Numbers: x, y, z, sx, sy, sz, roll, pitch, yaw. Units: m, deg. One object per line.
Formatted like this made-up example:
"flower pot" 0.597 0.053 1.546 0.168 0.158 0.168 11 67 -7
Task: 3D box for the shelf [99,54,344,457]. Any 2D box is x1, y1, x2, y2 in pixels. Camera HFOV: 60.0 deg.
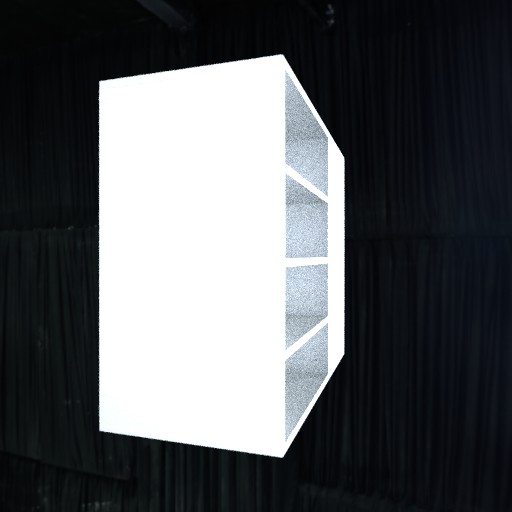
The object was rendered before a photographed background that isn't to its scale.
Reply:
"shelf" 0.000 0.000 1.291 0.396 0.732 0.895 0 0 18
